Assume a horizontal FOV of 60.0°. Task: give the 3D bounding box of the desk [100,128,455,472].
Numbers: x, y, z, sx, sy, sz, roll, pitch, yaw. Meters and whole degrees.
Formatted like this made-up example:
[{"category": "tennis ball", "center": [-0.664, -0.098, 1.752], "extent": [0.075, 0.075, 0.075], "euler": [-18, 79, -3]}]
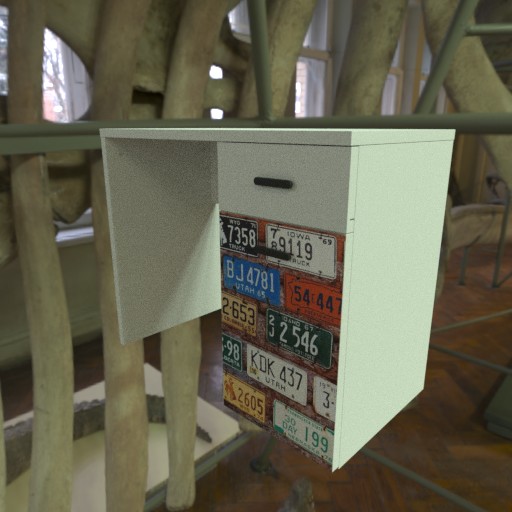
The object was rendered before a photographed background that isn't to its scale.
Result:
[{"category": "desk", "center": [0.000, 0.000, 1.325], "extent": [0.898, 0.730, 0.482], "euler": [15, 22, 42]}]
